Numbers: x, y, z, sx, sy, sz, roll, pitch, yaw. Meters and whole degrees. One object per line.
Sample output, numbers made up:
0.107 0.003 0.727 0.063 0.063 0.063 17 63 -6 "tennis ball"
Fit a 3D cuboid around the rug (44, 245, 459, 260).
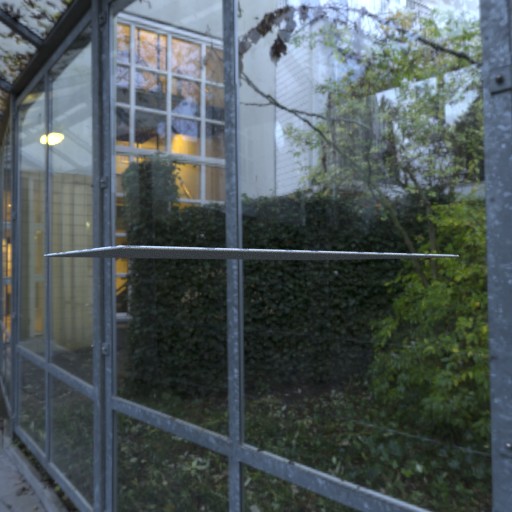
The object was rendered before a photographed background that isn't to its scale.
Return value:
0.000 0.000 2.991 2.365 0.017 1.521 1 -2 -35 "rug"
